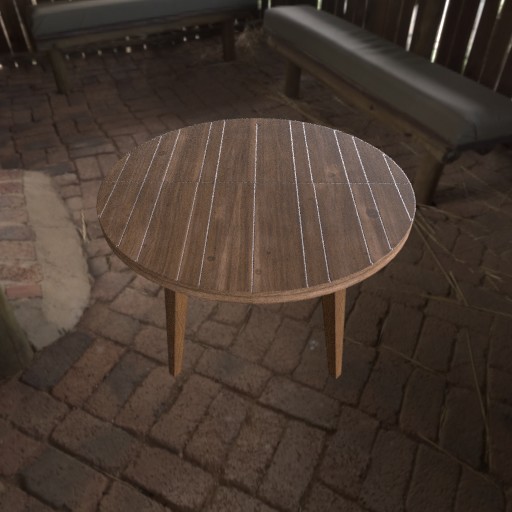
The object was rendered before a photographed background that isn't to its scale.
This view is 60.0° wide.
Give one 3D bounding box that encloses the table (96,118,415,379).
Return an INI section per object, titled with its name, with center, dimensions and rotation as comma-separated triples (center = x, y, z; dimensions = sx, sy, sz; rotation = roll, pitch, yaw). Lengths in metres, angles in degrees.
[table]
center = 0.000, 0.000, 1.996
dimensions = 1.213, 0.764, 1.213
rotation = 0, 41, 0
